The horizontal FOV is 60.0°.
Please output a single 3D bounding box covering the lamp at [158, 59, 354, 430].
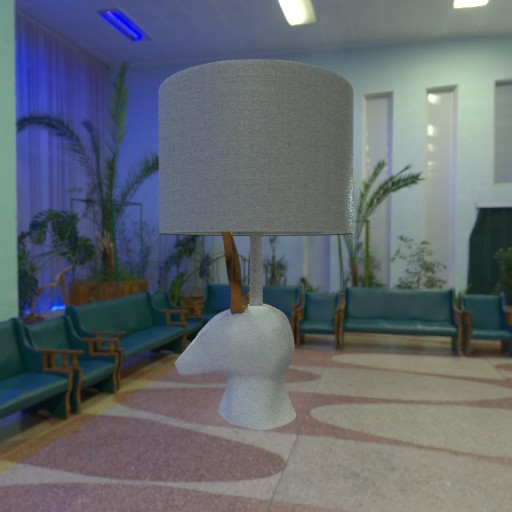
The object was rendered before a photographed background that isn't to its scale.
[{"bbox_3d":[0.000,0.000,0.700,0.298,0.503,0.298,1,2,19],"label":"lamp"}]
